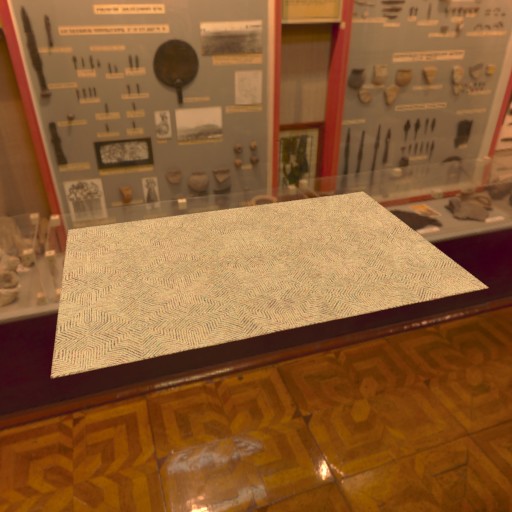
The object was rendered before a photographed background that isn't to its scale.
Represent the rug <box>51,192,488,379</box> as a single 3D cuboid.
[{"bbox_3d":[0.000,0.000,2.948,2.428,0.007,1.519,-9,32,-15],"label":"rug"}]
